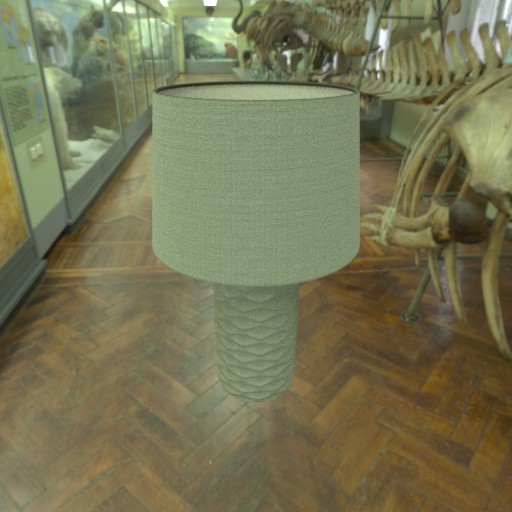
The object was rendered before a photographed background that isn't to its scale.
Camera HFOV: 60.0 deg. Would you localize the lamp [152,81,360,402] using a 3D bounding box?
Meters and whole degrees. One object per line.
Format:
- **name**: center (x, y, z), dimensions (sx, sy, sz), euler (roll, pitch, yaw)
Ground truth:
- **lamp**: center (0.000, 0.000, 0.837), dimensions (0.376, 0.594, 0.376), euler (0, 26, 0)
